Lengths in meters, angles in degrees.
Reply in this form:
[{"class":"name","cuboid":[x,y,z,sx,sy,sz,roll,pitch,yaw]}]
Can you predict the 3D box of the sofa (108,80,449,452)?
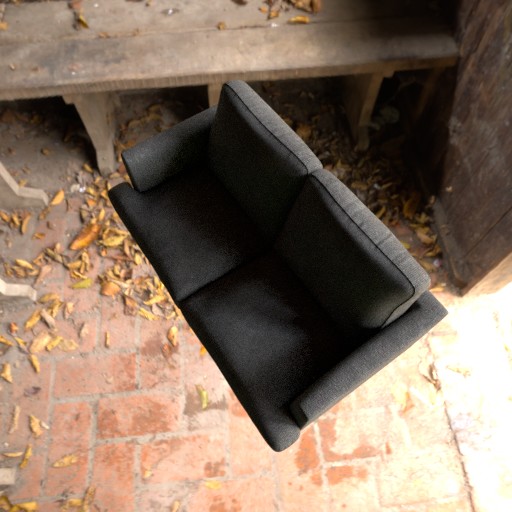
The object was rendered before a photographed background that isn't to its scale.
[{"class":"sofa","cuboid":[0.000,0.000,2.196,0.903,0.956,1.582,-32,68,-15]}]
